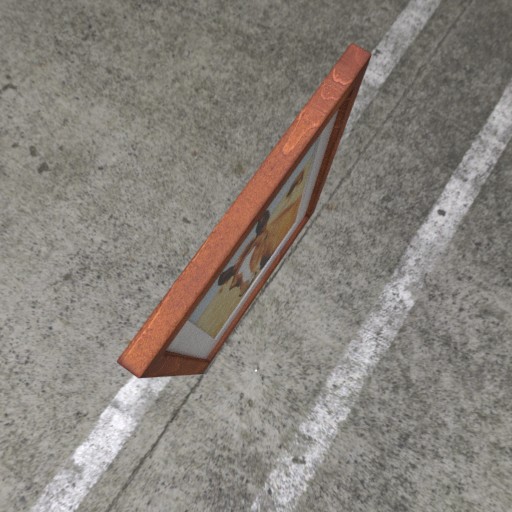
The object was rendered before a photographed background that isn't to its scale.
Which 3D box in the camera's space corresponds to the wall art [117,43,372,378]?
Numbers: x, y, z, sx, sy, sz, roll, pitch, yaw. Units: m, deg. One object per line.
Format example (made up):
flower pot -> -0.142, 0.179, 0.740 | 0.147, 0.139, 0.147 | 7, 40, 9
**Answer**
wall art -> 0.000, 0.000, 0.764 | 0.030, 0.558, 0.462 | 33, 78, 8
